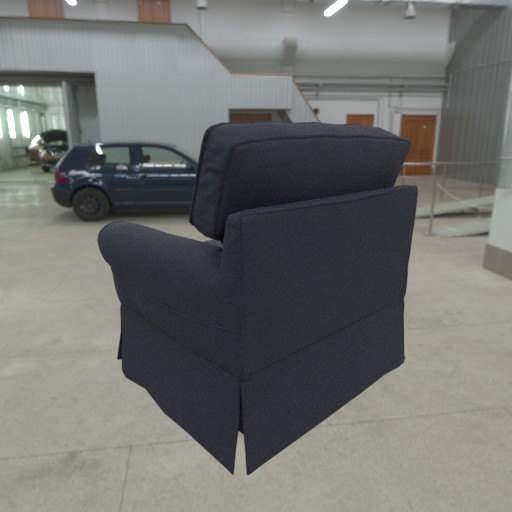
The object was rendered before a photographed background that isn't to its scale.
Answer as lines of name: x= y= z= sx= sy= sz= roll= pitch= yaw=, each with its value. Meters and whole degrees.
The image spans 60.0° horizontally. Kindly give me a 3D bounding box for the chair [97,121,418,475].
chair: x=0.000 y=0.000 z=1.987 sx=1.119 sy=1.140 sz=1.002 roll=-14 pitch=21 yaw=-42
